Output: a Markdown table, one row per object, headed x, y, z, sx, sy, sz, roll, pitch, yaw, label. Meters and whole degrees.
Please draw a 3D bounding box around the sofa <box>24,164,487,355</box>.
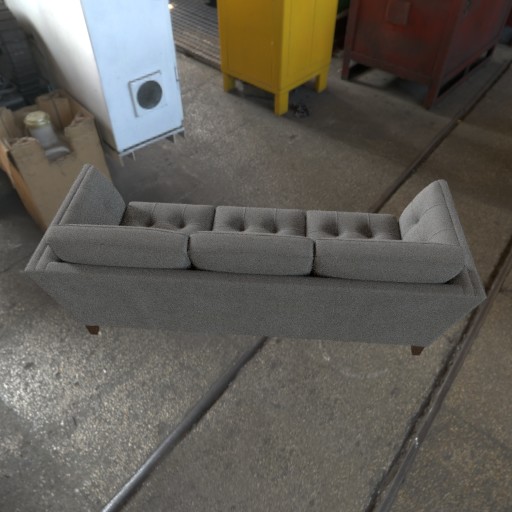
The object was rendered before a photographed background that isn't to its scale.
| x | y | z | sx | sy | sz | roll | pitch | yaw | label |
| --- | --- | --- | --- | --- | --- | --- | --- | --- | --- |
| 0.000 | 0.000 | 2.814 | 2.387 | 0.940 | 0.965 | 3 | 47 | 3 | sofa |
